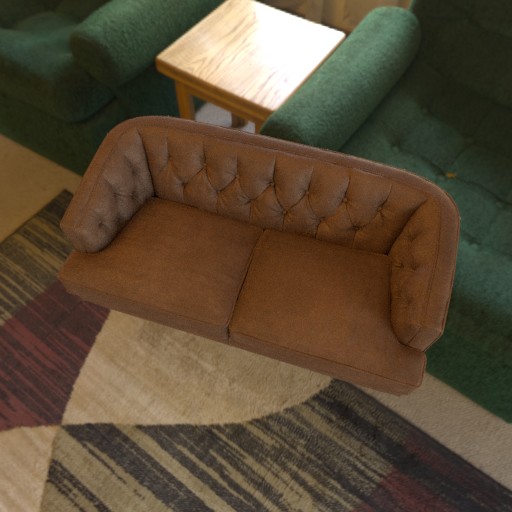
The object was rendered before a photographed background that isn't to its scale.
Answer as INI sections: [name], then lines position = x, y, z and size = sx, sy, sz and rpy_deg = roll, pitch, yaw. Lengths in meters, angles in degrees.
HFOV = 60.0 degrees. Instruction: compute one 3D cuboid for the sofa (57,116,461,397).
[sofa]
position = 0.000, 0.000, 2.251
size = 1.767, 0.799, 0.917
rpy_deg = 15, 60, 9
